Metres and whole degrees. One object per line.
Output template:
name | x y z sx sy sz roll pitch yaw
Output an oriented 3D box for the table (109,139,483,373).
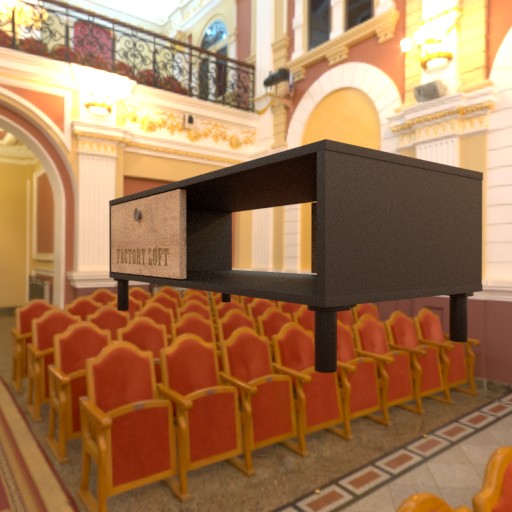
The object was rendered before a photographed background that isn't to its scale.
table | 0.000 0.000 1.338 0.550 0.400 1.100 0 1 -36
